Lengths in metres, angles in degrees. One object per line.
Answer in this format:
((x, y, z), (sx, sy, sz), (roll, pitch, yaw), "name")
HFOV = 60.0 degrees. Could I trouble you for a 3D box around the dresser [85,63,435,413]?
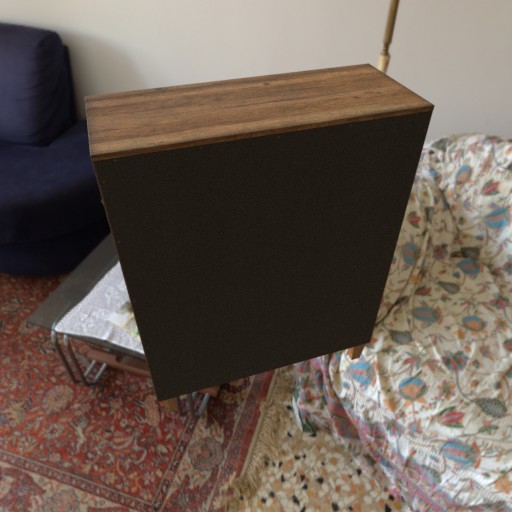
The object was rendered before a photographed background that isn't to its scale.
((0.000, 0.000, 1.903), (1.067, 1.359, 0.438), (-12, 43, -14), "dresser")
